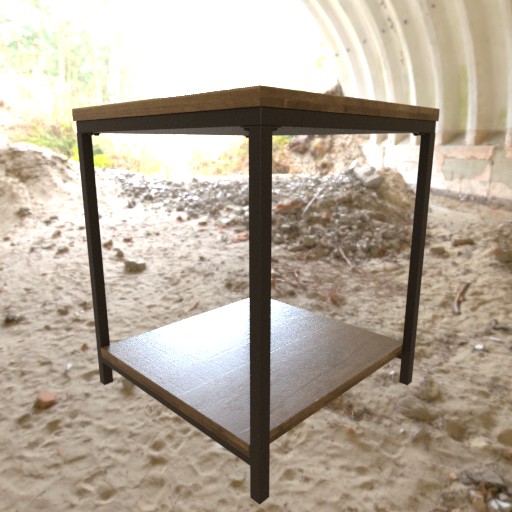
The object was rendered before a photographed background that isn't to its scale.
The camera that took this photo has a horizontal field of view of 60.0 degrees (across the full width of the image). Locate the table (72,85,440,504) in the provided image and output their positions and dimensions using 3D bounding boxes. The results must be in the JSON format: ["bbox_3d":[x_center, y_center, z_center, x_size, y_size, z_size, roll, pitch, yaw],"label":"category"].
[{"bbox_3d":[0.000,0.000,0.932,0.507,0.589,0.503,14,19,43],"label":"table"}]
